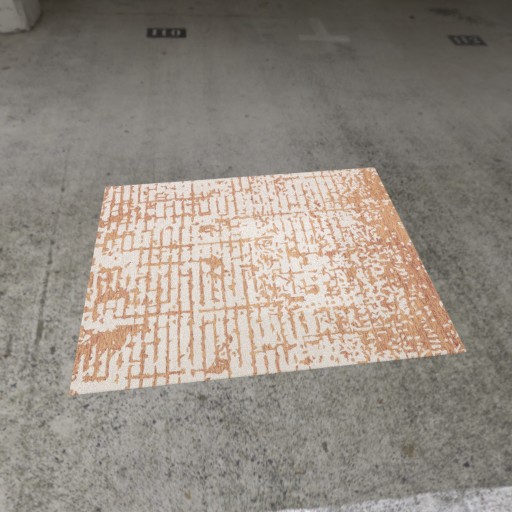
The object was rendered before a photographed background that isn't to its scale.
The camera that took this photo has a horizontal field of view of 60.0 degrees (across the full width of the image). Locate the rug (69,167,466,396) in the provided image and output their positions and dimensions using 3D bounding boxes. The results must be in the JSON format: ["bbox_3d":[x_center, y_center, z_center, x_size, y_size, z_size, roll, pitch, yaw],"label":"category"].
[{"bbox_3d":[0.000,0.000,4.187,3.050,0.011,2.441,-5,48,-5],"label":"rug"}]
